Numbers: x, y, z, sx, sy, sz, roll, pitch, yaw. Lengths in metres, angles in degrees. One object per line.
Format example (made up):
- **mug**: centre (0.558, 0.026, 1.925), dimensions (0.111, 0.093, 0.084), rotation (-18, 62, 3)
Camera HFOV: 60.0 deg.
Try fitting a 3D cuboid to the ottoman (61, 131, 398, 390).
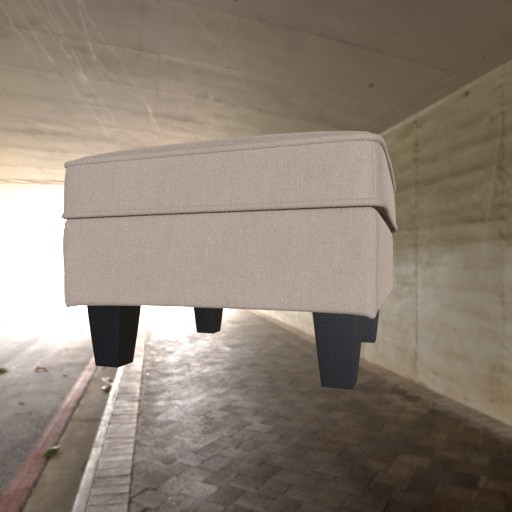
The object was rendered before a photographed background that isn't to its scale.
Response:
- **ottoman**: centre (0.000, 0.000, 1.026), dimensions (0.613, 0.438, 0.616), rotation (0, -1, 19)
